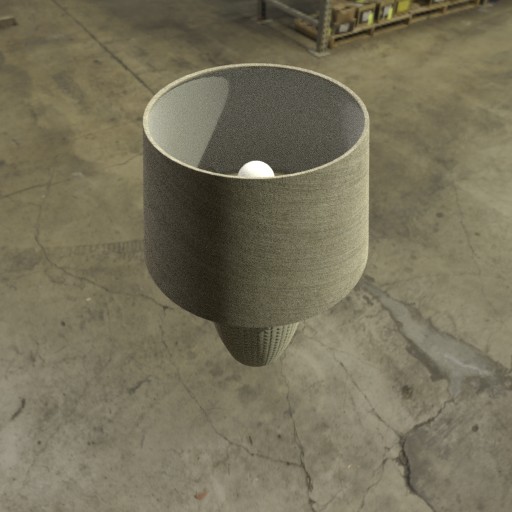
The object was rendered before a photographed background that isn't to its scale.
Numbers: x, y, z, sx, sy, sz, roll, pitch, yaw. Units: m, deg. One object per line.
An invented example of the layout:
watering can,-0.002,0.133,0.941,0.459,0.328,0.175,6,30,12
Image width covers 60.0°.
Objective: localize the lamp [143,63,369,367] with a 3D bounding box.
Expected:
lamp,0.000,0.000,0.820,0.390,0.580,0.390,0,47,0
